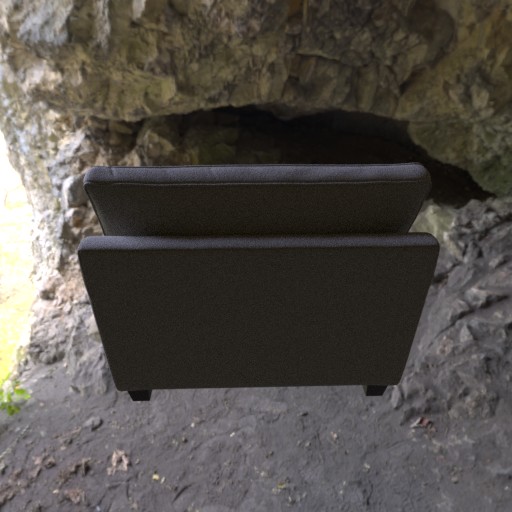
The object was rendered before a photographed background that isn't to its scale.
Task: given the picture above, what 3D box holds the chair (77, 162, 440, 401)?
[{"bbox_3d":[0.000,0.000,2.022,1.220,1.016,1.040,-1,28,-1],"label":"chair"}]
